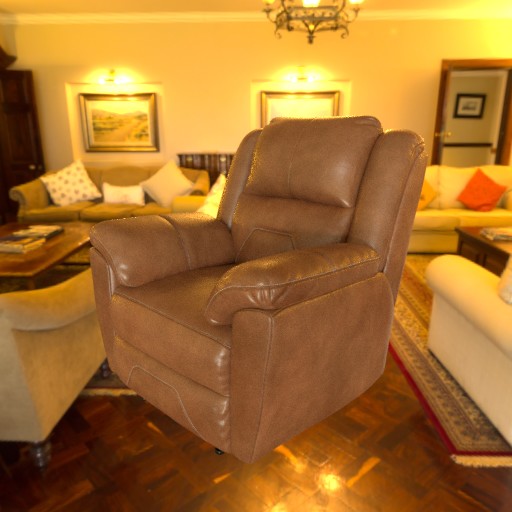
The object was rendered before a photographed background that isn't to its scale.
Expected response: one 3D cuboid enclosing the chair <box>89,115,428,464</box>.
[{"bbox_3d":[0.000,0.000,1.795,0.990,1.093,1.041,15,22,41],"label":"chair"}]
